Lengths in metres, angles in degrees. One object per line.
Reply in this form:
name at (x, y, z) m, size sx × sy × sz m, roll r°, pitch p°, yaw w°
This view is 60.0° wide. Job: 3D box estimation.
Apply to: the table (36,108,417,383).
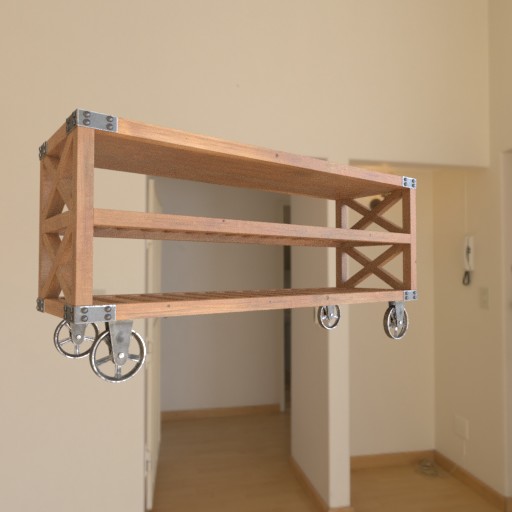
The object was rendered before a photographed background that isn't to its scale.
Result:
table at (0.000, 0.000, 1.736) m, size 1.487 × 0.711 × 0.467 m, roll 1°, pitch -2°, yaw -37°
